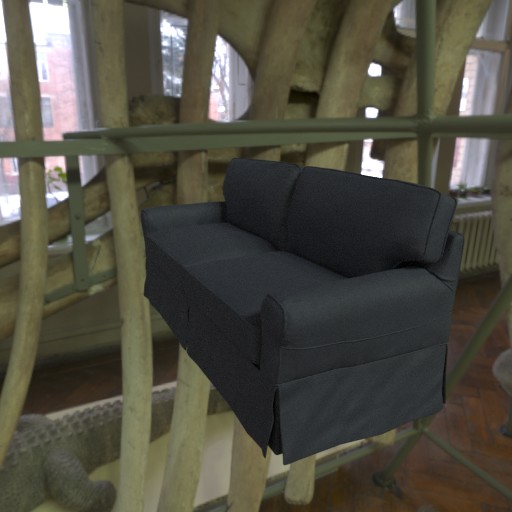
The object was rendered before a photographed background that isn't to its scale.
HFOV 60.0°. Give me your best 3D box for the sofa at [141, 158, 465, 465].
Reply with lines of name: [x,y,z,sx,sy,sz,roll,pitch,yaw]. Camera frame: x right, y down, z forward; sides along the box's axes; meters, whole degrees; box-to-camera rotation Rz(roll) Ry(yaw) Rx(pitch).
sofa: [0.000,0.000,2.761,0.983,1.094,2.256,-8,18,-26]
